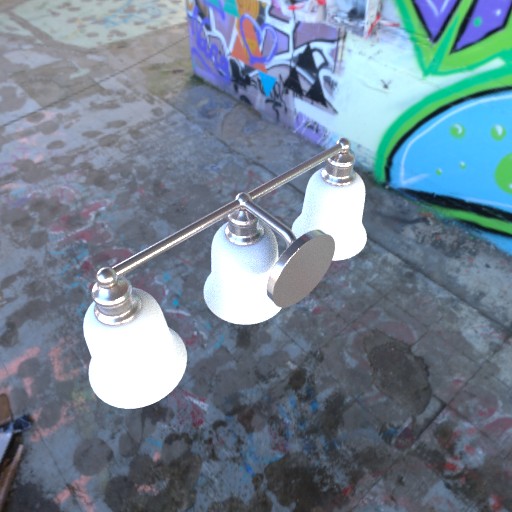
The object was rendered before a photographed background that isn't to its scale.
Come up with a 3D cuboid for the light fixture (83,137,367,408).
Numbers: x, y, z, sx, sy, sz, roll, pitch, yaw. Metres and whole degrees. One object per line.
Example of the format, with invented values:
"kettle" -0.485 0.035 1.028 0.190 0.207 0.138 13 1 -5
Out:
"light fixture" 0.000 0.000 0.674 0.570 0.211 0.198 -33 55 -27
